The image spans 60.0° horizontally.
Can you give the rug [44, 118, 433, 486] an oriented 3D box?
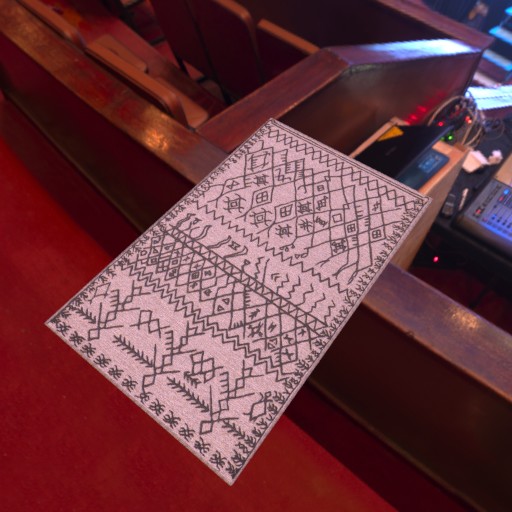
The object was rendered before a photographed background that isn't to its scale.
[{"bbox_3d":[0.000,0.000,3.094,1.526,0.012,2.444,33,63,19],"label":"rug"}]
